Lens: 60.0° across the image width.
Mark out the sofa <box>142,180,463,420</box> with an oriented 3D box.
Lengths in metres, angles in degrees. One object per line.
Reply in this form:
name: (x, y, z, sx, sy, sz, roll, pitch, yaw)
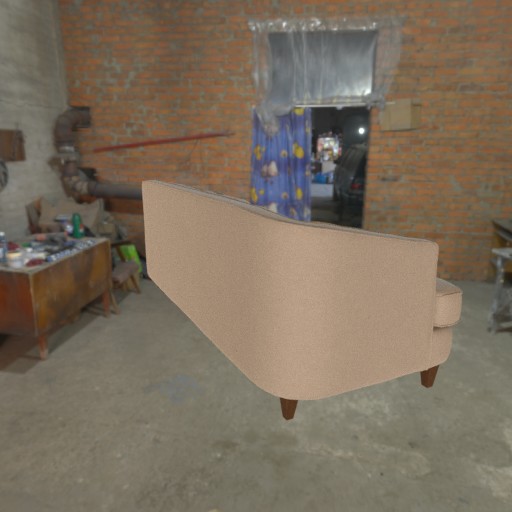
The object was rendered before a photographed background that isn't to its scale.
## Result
sofa: (0.000, 0.000, 2.708, 0.941, 0.855, 2.278, -7, 16, -26)
